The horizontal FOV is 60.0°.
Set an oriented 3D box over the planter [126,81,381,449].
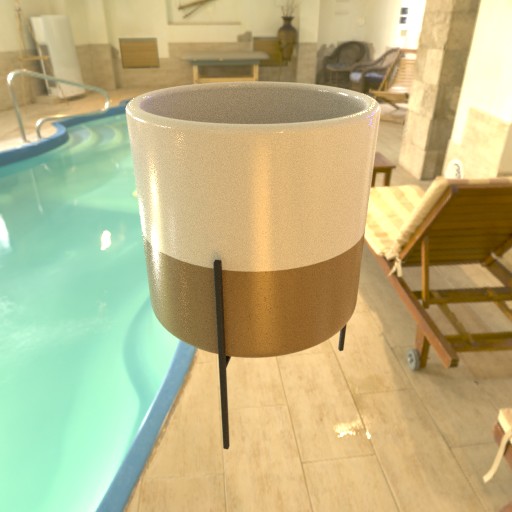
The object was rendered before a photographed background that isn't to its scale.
[{"bbox_3d":[0.000,0.000,0.637,0.310,0.432,0.310,-1,29,-1],"label":"planter"}]
